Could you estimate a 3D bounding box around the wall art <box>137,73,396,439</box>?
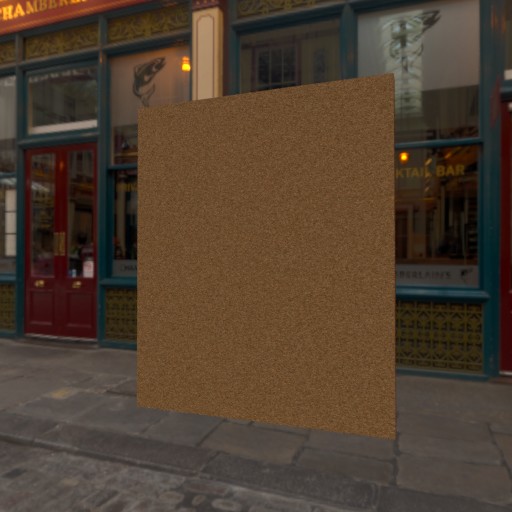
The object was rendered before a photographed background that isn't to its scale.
[{"bbox_3d":[0.000,0.000,0.779,0.467,0.567,0.033,0,-1,20],"label":"wall art"}]
